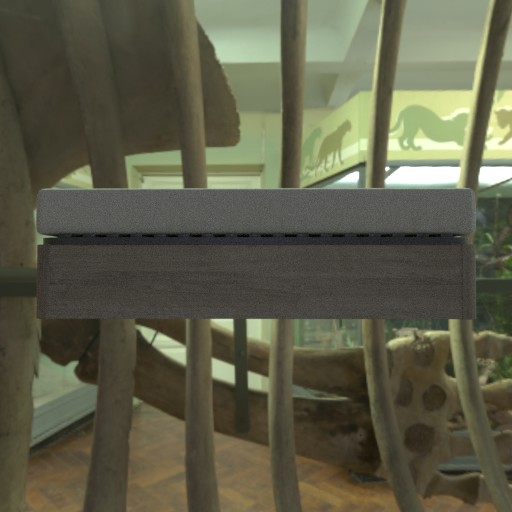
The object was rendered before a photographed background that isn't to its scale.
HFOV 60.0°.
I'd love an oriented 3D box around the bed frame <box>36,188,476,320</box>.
[{"bbox_3d":[0.000,0.000,2.560,1.900,0.561,1.400,0,-1,1],"label":"bed frame"}]
